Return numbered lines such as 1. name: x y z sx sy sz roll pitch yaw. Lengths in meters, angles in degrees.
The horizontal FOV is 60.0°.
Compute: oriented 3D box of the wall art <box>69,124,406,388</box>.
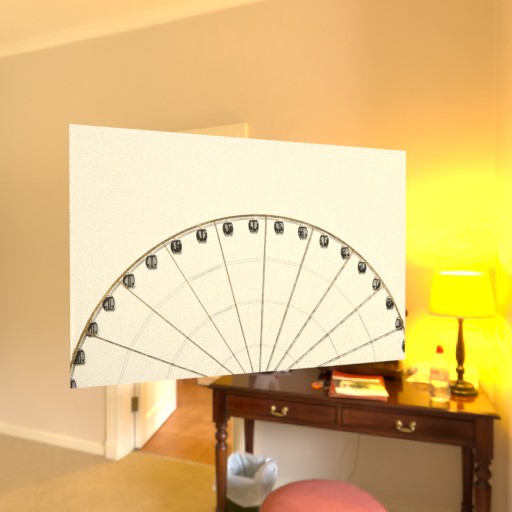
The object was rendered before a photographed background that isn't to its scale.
1. wall art: 0.000 0.000 1.473 1.144 0.767 0.038 0 1 -18
